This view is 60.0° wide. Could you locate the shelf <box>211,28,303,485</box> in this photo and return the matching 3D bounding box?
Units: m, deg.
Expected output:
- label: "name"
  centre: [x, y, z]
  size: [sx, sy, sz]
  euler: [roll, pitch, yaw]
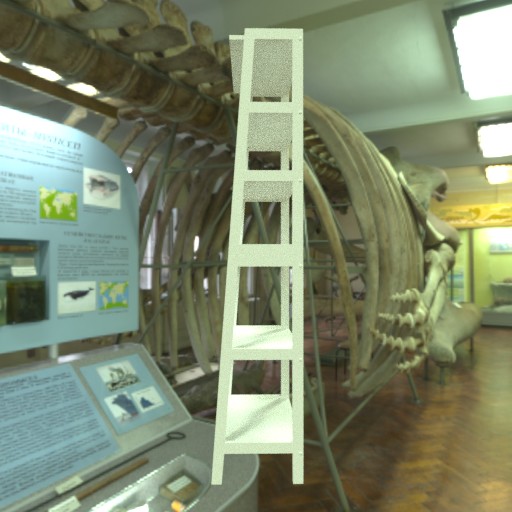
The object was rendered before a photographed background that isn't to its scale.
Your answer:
- label: "shelf"
  centre: [0.000, 0.000, 2.166]
  size: [0.381, 1.892, 0.660]
  euler: [0, 0, -1]
